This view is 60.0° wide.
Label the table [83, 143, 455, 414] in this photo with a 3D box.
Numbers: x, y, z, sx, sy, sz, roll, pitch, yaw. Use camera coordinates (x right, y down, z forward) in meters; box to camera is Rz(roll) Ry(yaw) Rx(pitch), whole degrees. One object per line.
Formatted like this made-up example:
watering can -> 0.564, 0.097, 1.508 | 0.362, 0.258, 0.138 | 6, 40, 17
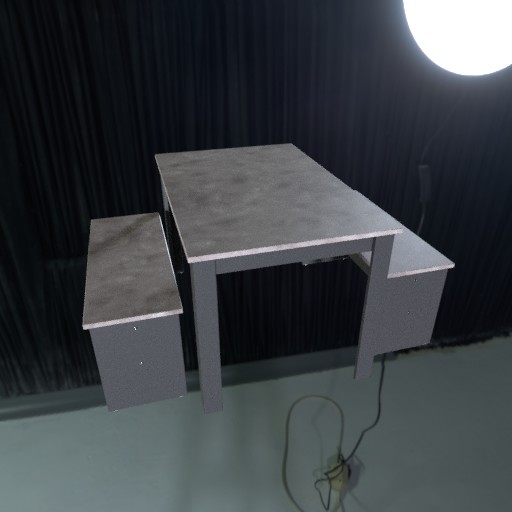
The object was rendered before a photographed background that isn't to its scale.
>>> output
table -> 0.000, 0.000, 2.040 | 1.443, 0.700, 1.100 | -8, 30, -14
